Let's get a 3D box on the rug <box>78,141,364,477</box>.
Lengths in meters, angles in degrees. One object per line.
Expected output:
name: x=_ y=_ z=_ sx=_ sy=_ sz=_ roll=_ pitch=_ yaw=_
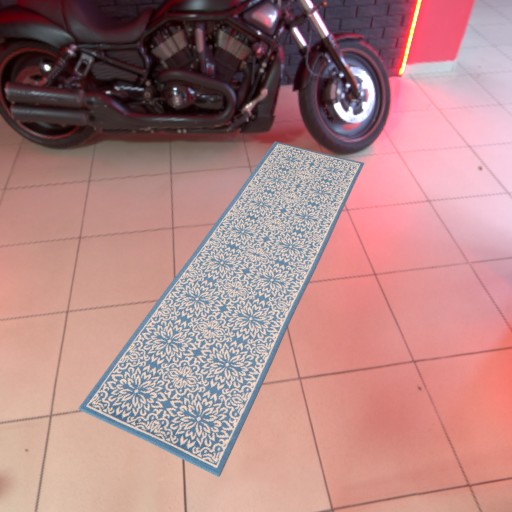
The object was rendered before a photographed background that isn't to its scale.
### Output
rug: x=0.000 y=0.000 z=2.445 sx=0.662 sy=0.011 sz=2.196 roll=18 pitch=49 yaw=16
